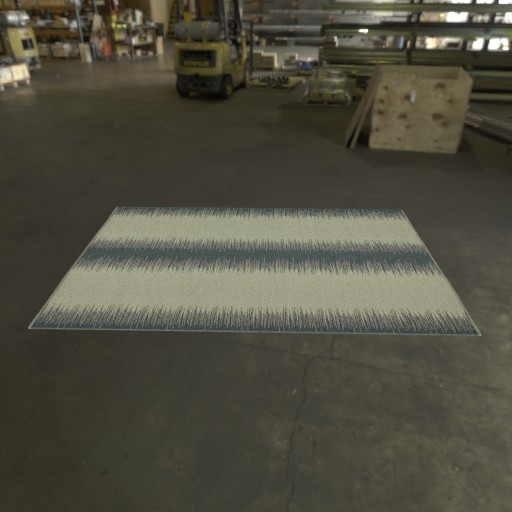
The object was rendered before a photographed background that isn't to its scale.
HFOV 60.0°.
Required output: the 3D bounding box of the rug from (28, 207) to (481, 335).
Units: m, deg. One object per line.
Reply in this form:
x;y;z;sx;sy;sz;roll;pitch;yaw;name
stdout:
0.000;0.000;2.332;1.854;0.006;1.234;1;30;1;rug
